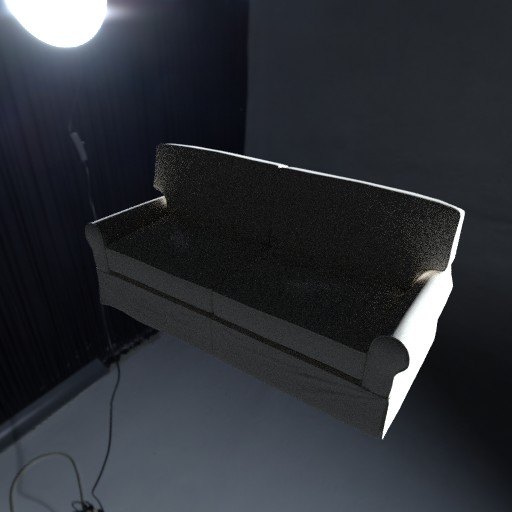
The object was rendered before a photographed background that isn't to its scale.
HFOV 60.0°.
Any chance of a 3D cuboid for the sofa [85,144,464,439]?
[{"bbox_3d":[0.000,0.000,2.539,2.021,0.937,0.862,19,35,29],"label":"sofa"}]
